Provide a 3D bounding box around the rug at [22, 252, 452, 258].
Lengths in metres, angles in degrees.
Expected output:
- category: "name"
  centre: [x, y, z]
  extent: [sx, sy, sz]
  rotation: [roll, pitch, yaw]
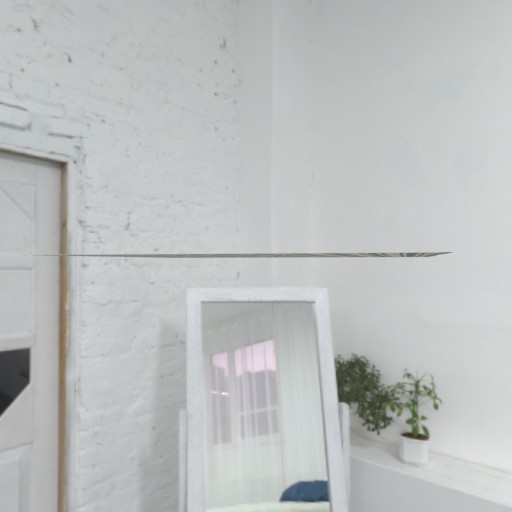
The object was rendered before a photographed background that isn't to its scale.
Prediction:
- category: "rug"
  centre: [0.000, 0.000, 4.195]
  extent: [3.201, 0.005, 2.439]
  rotation: [0, -1, 18]
